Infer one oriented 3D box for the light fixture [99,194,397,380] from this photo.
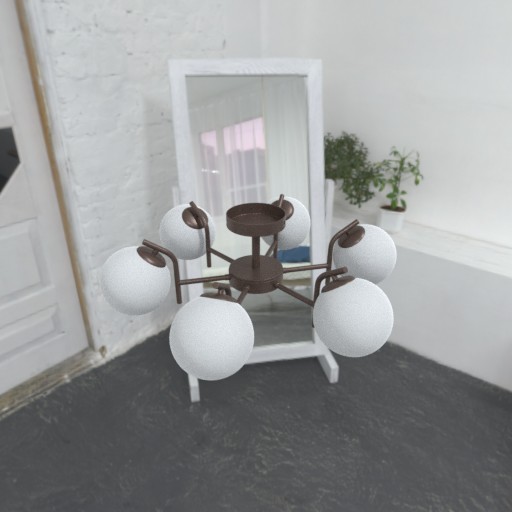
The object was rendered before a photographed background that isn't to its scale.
[{"bbox_3d":[0.000,0.000,0.969,0.662,0.201,0.662,0,27,0],"label":"light fixture"}]
